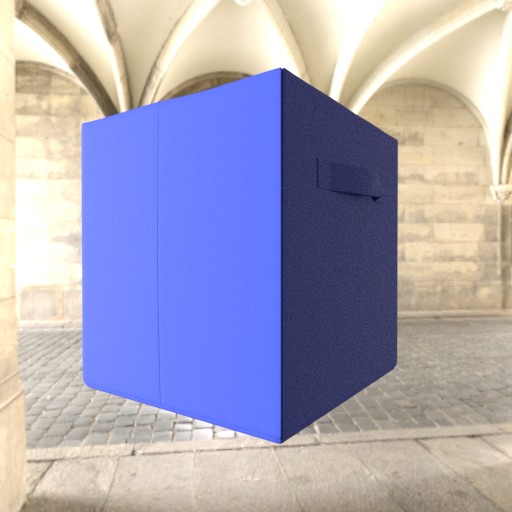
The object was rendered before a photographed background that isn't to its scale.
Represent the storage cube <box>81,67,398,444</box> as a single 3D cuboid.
[{"bbox_3d":[0.000,0.000,0.500,0.270,0.280,0.270,0,1,35],"label":"storage cube"}]
